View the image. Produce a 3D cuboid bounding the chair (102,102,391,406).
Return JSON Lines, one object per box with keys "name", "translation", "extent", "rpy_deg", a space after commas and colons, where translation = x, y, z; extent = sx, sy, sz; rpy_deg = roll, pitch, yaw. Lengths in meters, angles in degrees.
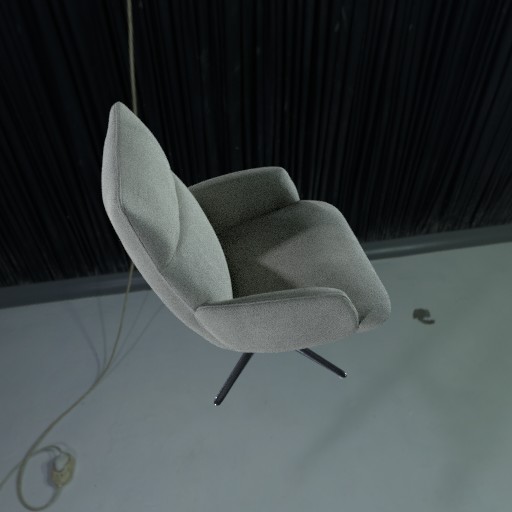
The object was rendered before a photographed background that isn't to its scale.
{"name": "chair", "translation": [0.000, 0.000, 1.599], "extent": [0.889, 1.016, 0.711], "rpy_deg": [-9, 46, -9]}
